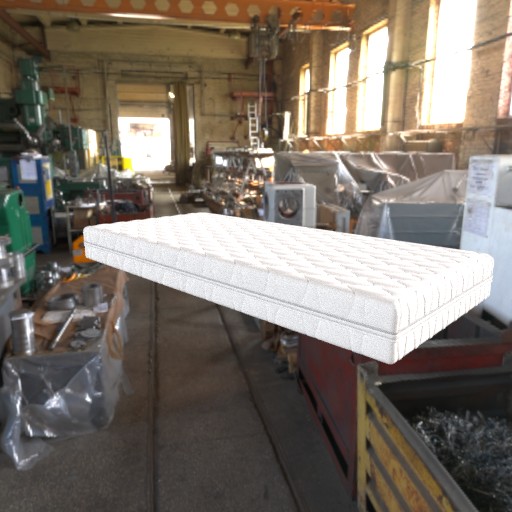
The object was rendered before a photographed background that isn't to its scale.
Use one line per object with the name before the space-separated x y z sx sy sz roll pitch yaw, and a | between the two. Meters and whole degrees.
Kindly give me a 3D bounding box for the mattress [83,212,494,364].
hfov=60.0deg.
mattress | 0.000 0.000 2.284 2.000 0.200 0.900 13 18 43
